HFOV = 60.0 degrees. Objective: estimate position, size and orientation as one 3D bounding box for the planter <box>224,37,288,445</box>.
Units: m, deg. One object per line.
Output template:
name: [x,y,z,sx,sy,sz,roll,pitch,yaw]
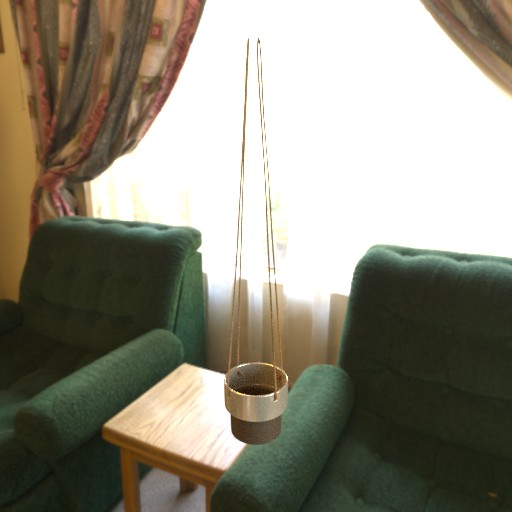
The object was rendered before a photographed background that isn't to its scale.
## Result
planter: [0.000,0.000,1.190,0.187,1.073,0.187,3,15,10]
